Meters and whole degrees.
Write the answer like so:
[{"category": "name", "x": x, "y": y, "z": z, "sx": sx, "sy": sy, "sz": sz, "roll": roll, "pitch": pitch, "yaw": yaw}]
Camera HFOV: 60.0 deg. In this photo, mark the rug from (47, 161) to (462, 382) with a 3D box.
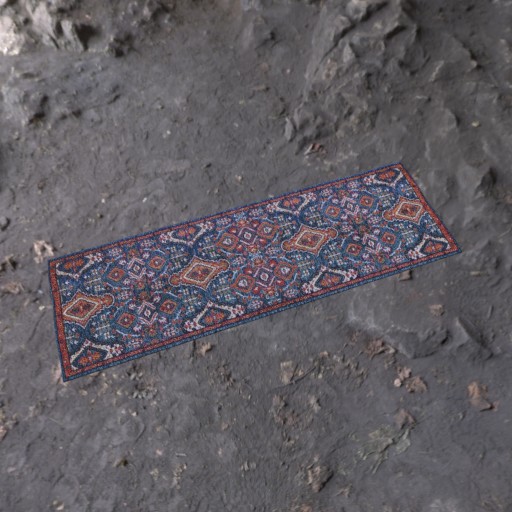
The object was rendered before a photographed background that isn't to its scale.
[{"category": "rug", "x": 0.000, "y": 0.000, "z": 2.742, "sx": 2.459, "sy": 0.010, "sz": 0.801, "roll": -17, "pitch": 61, "yaw": -10}]
